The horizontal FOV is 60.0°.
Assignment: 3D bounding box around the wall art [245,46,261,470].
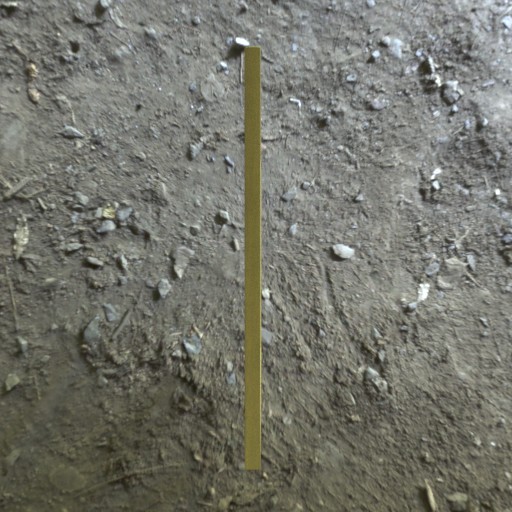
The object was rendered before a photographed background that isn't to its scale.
[{"bbox_3d":[0.000,0.000,1.336,0.030,1.002,0.798,0,91,1],"label":"wall art"}]
